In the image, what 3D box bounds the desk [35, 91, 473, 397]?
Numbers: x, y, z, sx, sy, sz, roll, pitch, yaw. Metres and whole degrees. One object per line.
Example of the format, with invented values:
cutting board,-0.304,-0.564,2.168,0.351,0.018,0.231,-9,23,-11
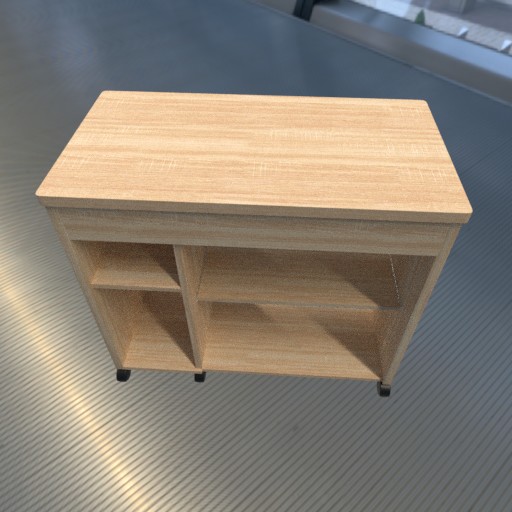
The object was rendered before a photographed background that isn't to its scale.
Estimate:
desk,0.000,0.000,1.322,0.884,0.770,0.480,3,46,3
